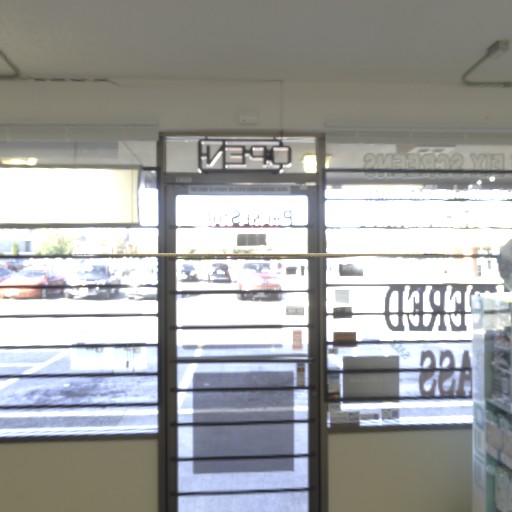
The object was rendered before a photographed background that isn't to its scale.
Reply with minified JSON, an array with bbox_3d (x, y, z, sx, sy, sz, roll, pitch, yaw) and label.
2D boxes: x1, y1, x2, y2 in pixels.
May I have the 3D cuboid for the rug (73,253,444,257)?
[{"bbox_3d":[0.000,0.000,2.406,1.268,0.007,1.918,0,0,-1],"label":"rug"}]
